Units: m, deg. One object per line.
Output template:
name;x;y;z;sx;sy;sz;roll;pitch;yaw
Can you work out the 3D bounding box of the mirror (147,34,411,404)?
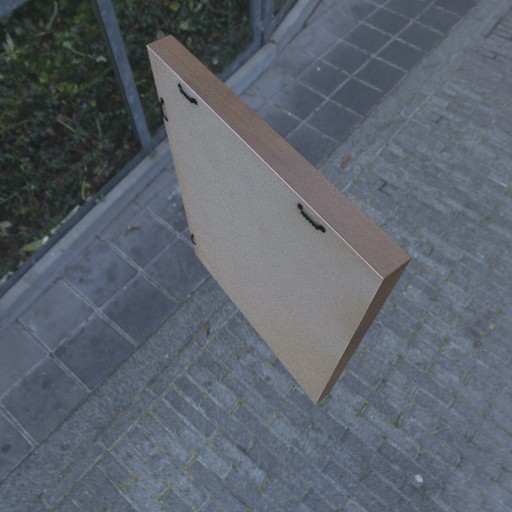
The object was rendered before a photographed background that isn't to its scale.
mirror;0.000;0.000;0.687;0.041;0.508;0.405;-33;65;-18
